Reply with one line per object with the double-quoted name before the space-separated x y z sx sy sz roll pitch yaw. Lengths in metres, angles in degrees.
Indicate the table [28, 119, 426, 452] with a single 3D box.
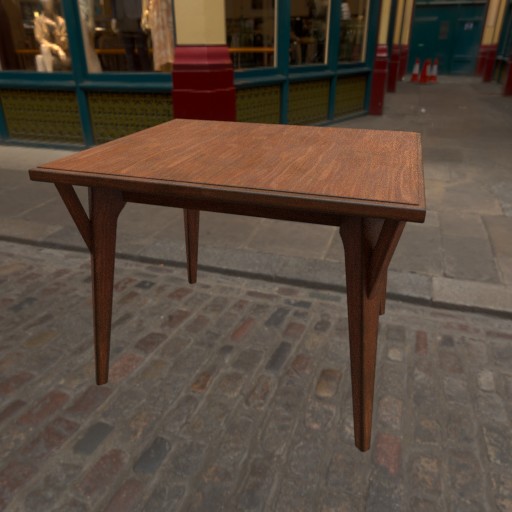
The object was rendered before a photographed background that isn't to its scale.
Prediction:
"table" 0.000 0.000 1.552 0.991 0.761 0.838 8 27 16
